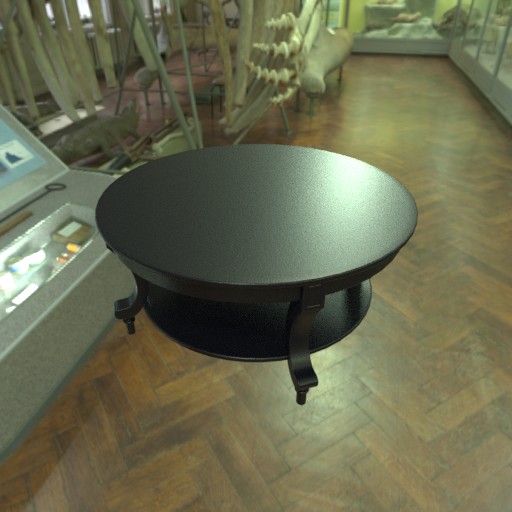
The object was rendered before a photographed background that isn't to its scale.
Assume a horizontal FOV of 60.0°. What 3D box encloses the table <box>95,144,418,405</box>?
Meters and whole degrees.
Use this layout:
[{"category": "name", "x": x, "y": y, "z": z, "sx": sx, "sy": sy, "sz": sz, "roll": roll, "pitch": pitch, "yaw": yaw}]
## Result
[{"category": "table", "x": 0.000, "y": 0.000, "z": 1.598, "sx": 1.029, "sy": 0.491, "sz": 1.029, "roll": 0, "pitch": 32, "yaw": 0}]
